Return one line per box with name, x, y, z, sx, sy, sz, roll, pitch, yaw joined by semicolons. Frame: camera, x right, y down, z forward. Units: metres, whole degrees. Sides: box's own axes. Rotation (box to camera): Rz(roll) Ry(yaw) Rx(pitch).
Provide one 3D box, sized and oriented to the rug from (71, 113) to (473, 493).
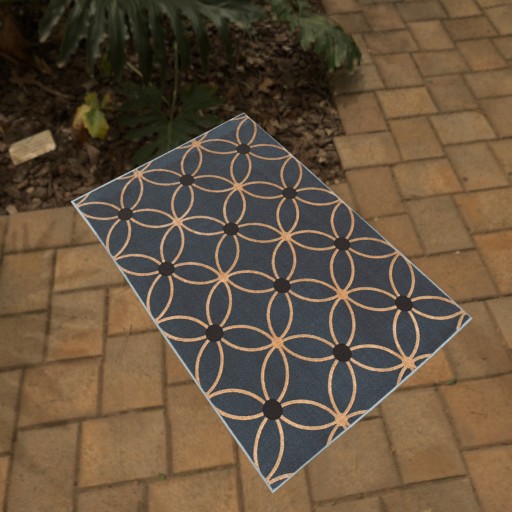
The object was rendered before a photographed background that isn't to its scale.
rug;0.000;0.000;2.865;1.522;0.008;2.284;-33;64;-19
